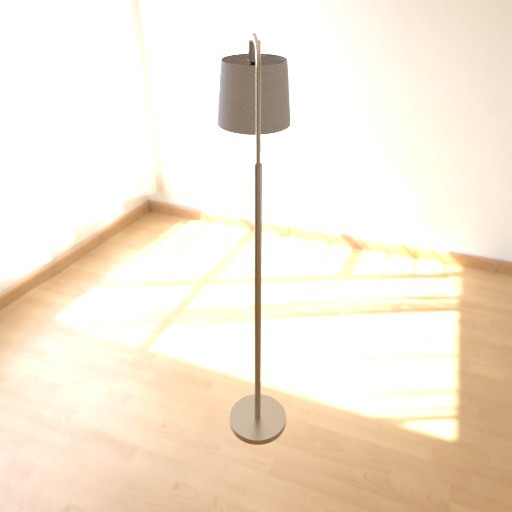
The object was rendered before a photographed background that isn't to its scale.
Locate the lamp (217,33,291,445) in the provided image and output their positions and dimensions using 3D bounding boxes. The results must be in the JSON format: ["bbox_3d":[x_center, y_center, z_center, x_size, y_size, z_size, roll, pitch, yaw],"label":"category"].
[{"bbox_3d":[0.000,0.000,1.655,0.254,1.478,0.508,-1,30,-3],"label":"lamp"}]
